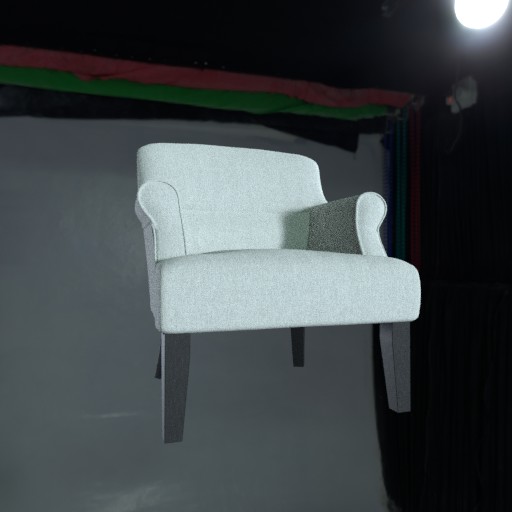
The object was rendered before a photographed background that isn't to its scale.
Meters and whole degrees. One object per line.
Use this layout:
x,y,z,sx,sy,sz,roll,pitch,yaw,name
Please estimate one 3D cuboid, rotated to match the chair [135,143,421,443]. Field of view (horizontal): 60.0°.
0.000,0.000,1.456,0.781,0.875,0.750,0,-1,-19,chair
